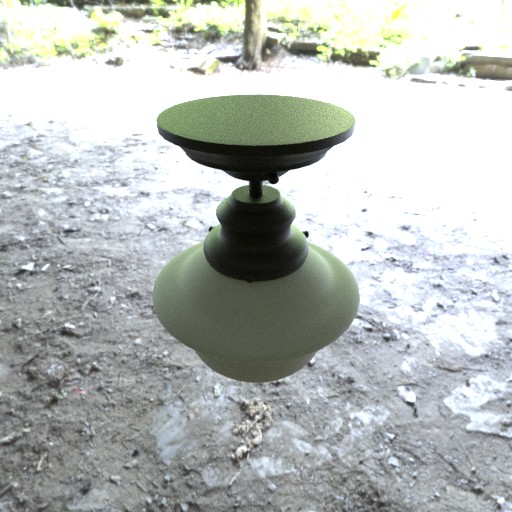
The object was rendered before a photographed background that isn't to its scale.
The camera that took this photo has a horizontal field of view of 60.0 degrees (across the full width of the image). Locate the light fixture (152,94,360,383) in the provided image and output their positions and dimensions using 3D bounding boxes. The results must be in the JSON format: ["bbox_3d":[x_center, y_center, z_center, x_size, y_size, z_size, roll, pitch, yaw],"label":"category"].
[{"bbox_3d":[0.000,0.000,0.407,0.197,0.254,0.197,0,32,0],"label":"light fixture"}]
